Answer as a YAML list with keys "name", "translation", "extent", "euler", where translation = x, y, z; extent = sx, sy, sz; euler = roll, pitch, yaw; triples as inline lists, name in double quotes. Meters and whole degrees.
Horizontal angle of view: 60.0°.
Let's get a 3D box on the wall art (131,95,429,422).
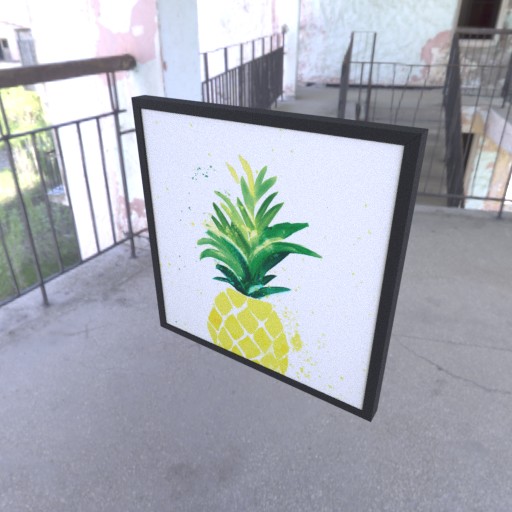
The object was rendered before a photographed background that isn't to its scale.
- name: "wall art"
  translation: [0.000, 0.000, 0.800]
  extent: [0.508, 0.507, 0.033]
  euler: [17, 33, 29]
